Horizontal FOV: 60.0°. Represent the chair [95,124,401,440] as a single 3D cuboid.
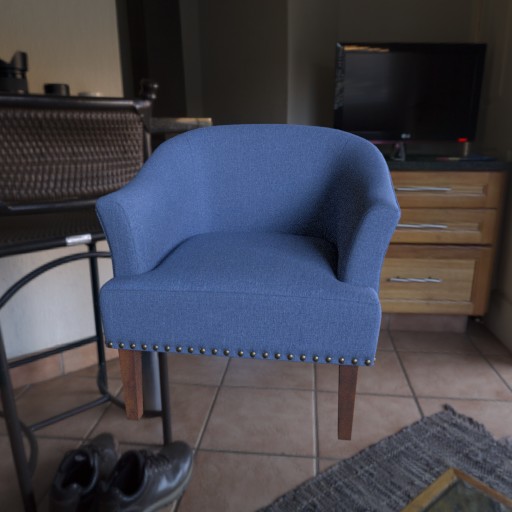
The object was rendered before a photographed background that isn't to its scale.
[{"bbox_3d":[0.000,0.000,1.391,0.798,0.815,0.704,2,15,8],"label":"chair"}]
